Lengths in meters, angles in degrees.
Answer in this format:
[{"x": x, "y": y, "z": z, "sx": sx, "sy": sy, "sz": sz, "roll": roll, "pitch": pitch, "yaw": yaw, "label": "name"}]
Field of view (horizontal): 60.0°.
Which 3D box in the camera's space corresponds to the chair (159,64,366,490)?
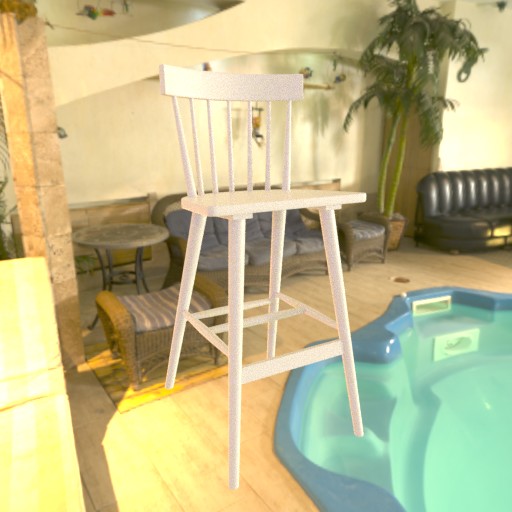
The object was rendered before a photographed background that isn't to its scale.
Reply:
[{"x": 0.000, "y": 0.000, "z": 1.367, "sx": 0.483, "sy": 1.092, "sz": 0.572, "roll": -9, "pitch": 18, "yaw": -28, "label": "chair"}]
